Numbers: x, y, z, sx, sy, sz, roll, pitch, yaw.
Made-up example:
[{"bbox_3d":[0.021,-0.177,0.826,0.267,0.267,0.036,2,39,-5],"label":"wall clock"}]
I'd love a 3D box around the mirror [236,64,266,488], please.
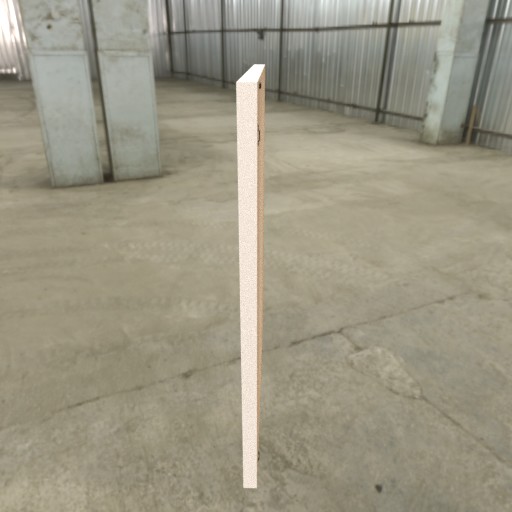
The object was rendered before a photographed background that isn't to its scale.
[{"bbox_3d":[0.000,0.000,1.314,0.041,1.016,0.762,1,25,2],"label":"mirror"}]
